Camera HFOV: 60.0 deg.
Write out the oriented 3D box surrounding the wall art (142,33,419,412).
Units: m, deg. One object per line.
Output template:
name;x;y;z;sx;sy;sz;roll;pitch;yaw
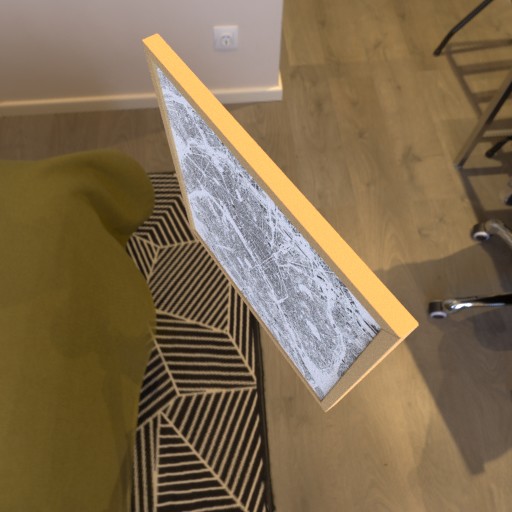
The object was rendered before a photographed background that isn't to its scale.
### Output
wall art;0.000;0.000;1.107;0.037;0.761;0.761;-32;67;-15
